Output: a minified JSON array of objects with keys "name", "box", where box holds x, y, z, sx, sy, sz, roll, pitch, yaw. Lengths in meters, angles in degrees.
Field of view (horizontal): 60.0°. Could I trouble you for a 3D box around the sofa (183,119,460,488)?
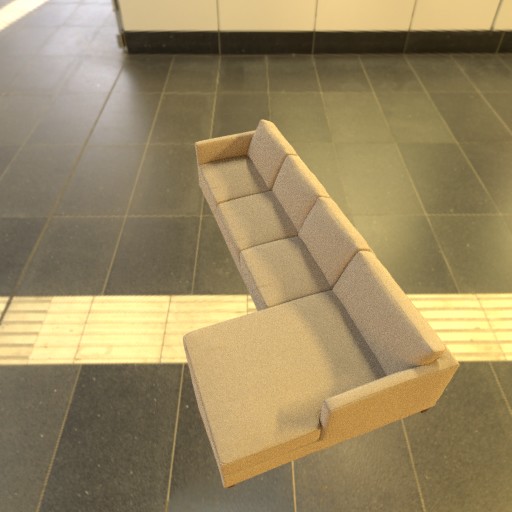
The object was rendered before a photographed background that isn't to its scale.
[{"name":"sofa","box":[0.000,0.000,3.833,1.625,0.861,3.186,-15,47,-14]}]
